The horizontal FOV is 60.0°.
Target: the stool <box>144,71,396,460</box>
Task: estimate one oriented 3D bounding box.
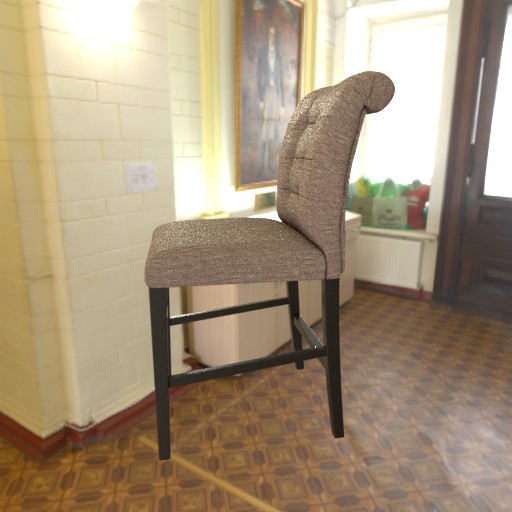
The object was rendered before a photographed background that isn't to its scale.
[{"bbox_3d":[0.000,0.000,1.298,0.611,0.970,0.457,-2,14,-10],"label":"stool"}]
